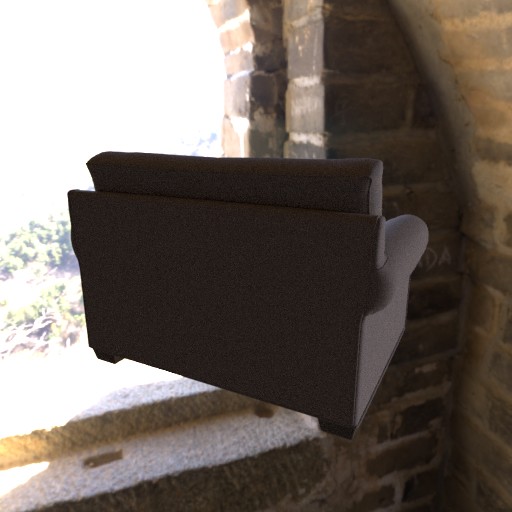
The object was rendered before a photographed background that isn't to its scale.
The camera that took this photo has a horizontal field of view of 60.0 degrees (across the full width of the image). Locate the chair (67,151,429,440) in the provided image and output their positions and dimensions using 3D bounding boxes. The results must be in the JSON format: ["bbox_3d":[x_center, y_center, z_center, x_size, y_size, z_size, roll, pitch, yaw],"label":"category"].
[{"bbox_3d":[0.000,0.000,2.011,1.390,0.930,0.930,8,18,27],"label":"chair"}]
